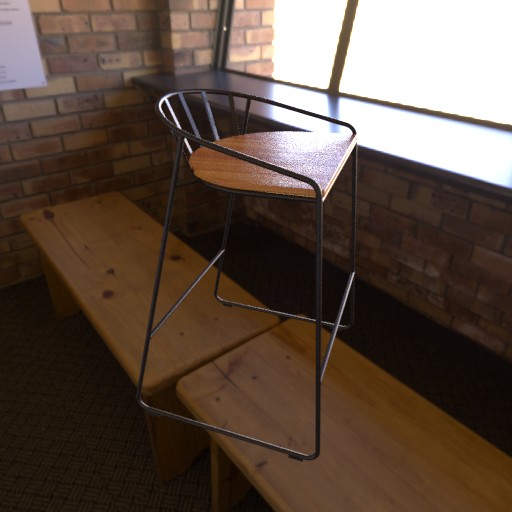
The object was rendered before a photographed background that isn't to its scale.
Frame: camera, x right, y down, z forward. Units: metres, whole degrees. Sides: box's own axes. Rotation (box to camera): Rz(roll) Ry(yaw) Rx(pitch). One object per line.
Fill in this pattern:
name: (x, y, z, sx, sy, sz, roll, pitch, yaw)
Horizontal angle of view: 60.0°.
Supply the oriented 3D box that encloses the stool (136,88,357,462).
stool: (0.000, 0.000, 1.192, 0.521, 0.812, 0.546, 10, 32, 17)
